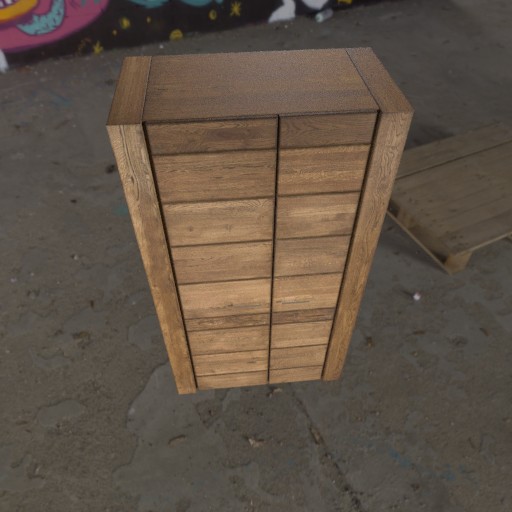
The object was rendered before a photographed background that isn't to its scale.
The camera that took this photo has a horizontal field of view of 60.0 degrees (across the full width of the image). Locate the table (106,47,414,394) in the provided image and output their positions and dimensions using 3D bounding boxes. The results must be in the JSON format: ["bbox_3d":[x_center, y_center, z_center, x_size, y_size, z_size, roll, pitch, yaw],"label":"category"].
[{"bbox_3d":[0.000,0.000,2.485,1.100,2.000,0.600,-4,46,-4],"label":"table"}]
